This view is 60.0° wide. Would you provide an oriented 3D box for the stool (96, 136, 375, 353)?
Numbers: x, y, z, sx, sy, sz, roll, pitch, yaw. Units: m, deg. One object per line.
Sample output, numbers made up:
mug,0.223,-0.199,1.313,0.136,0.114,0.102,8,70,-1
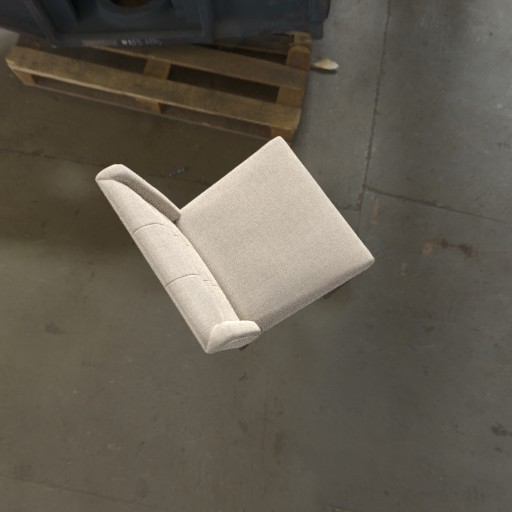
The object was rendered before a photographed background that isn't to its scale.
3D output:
stool,0.000,0.000,1.422,0.509,1.116,0.474,-34,79,-8
